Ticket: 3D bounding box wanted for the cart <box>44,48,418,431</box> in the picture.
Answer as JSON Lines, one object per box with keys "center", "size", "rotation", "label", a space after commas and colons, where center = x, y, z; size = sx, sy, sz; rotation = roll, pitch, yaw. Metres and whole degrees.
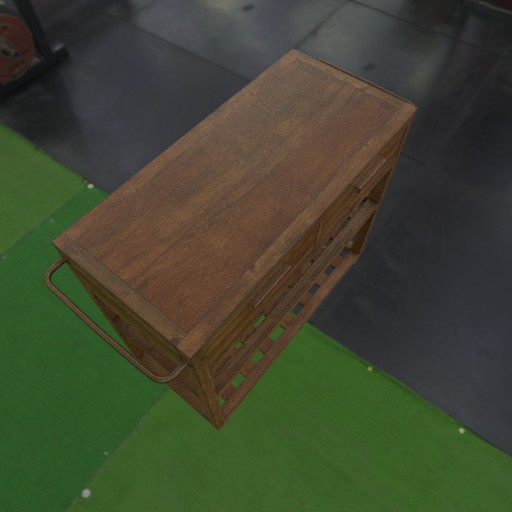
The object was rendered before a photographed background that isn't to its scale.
{"center": [0.000, 0.000, 1.460], "size": [0.445, 0.830, 1.065], "rotation": [35, 65, 19], "label": "cart"}
